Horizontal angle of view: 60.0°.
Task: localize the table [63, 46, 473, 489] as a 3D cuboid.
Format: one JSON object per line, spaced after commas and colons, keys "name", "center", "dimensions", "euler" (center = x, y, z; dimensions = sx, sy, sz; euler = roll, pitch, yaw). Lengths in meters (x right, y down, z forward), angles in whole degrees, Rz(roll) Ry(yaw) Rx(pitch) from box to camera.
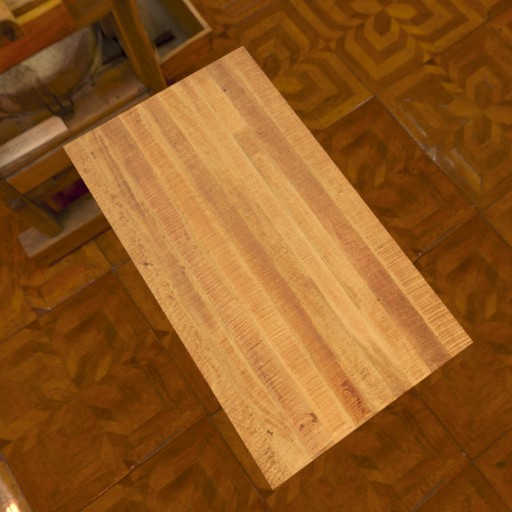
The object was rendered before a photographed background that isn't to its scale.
{"name": "table", "center": [0.000, 0.000, 1.695], "dimensions": [0.760, 0.455, 1.320], "euler": [-33, 78, -8]}
